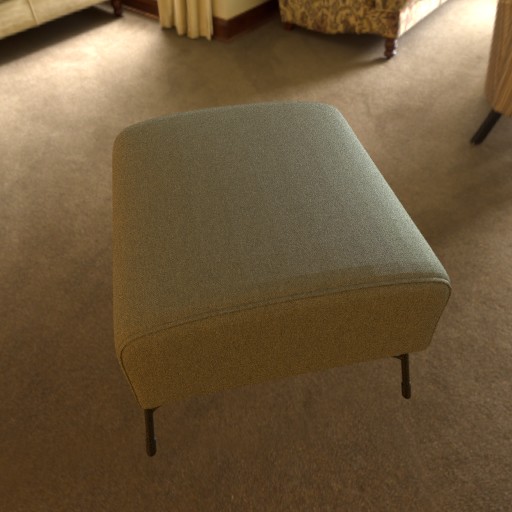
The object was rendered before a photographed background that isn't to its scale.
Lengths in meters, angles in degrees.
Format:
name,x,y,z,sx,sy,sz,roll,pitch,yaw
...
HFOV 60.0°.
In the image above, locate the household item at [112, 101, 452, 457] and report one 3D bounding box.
name,x,y,z,sx,sy,sz,roll,pitch,yaw
household item,0.000,0.000,0.876,0.530,0.410,0.530,-9,49,-8
